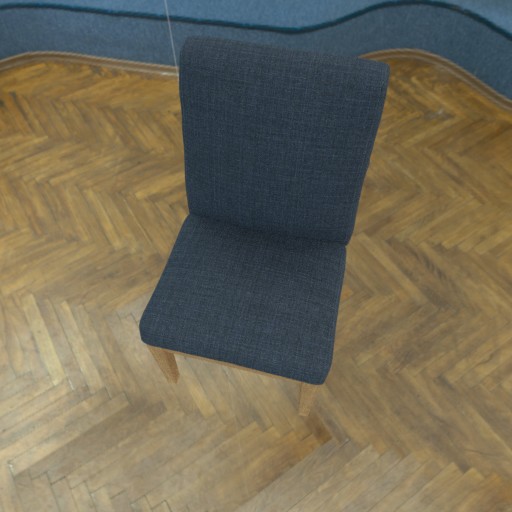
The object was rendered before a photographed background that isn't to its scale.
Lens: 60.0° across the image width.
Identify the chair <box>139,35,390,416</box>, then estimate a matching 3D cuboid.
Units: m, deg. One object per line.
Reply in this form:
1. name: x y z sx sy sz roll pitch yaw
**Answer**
1. chair: 0.000 0.000 1.229 0.507 0.911 0.586 12 58 7
